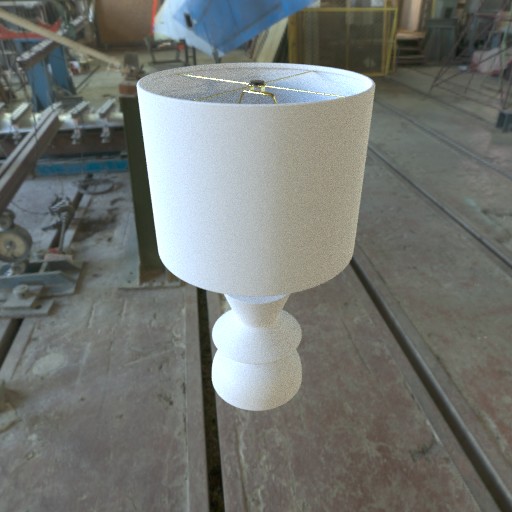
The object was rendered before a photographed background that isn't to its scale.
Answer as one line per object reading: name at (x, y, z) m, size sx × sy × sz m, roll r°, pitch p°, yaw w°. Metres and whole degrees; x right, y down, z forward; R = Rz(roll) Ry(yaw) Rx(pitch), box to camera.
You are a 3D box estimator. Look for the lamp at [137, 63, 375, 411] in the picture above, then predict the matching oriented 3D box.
lamp at (0.000, 0.000, 0.710) m, size 0.301 × 0.533 × 0.301 m, roll 21°, pitch 37°, yaw 31°
